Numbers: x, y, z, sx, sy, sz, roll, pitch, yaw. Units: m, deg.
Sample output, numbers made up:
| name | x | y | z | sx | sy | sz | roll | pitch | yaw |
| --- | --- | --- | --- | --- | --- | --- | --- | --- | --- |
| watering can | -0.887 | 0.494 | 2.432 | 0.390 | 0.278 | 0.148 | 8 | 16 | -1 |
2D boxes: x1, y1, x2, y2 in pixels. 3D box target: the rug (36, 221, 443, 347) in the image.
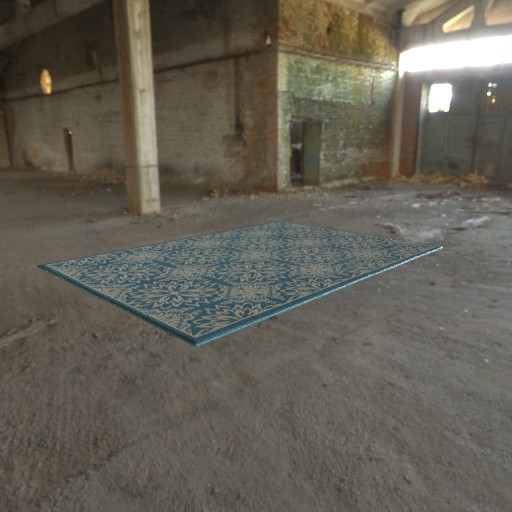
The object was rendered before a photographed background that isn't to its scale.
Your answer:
| name | x | y | z | sx | sy | sz | roll | pitch | yaw |
| --- | --- | --- | --- | --- | --- | --- | --- | --- | --- |
| rug | 0.000 | 0.000 | 2.907 | 1.554 | 0.012 | 2.205 | 14 | 20 | 43 |
